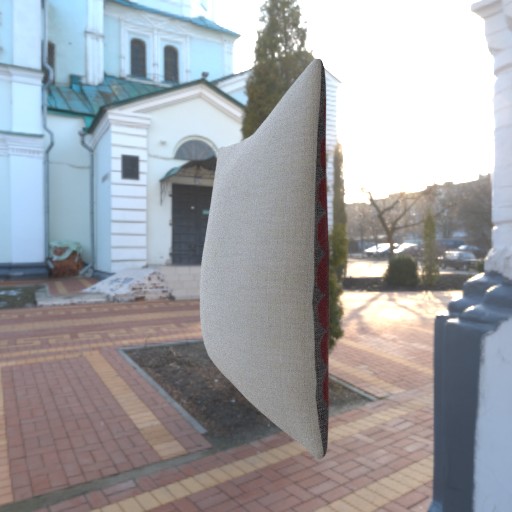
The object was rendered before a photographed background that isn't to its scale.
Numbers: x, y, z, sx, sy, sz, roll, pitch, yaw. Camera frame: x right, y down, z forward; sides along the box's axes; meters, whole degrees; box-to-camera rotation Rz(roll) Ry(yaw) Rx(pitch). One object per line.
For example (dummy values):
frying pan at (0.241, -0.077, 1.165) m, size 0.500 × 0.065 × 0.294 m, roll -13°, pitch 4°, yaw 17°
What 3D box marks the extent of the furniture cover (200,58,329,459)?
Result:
furniture cover at (0.000, 0.000, 0.657) m, size 0.145 × 0.420 × 0.435 m, roll 0°, pitch 1°, yaw -18°
